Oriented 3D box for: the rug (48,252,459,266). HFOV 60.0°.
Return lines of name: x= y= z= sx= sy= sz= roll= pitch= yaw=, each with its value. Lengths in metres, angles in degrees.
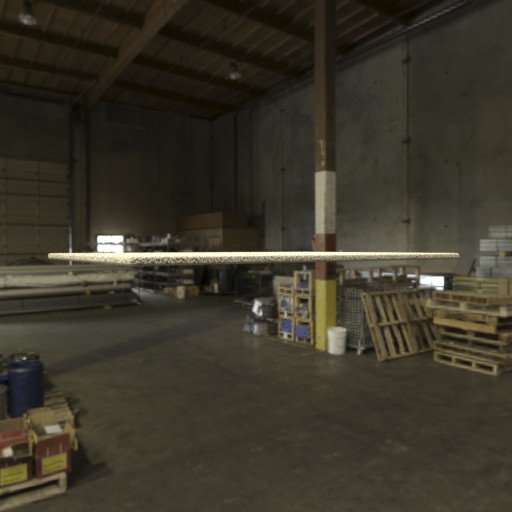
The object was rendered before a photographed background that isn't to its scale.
rug: x=0.000 y=0.000 z=2.311 sx=1.778 sy=0.030 sz=1.219 roll=-1 pitch=1 yaw=-36
